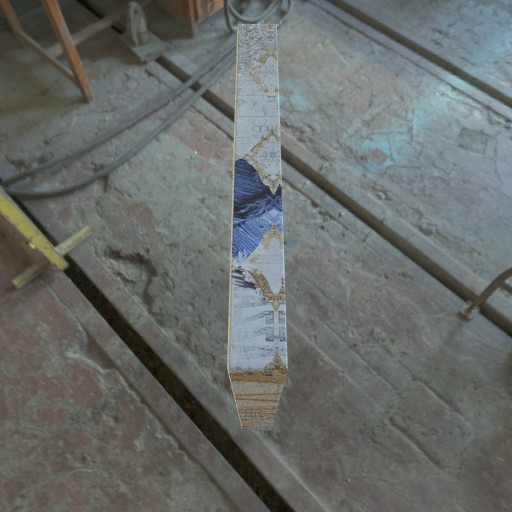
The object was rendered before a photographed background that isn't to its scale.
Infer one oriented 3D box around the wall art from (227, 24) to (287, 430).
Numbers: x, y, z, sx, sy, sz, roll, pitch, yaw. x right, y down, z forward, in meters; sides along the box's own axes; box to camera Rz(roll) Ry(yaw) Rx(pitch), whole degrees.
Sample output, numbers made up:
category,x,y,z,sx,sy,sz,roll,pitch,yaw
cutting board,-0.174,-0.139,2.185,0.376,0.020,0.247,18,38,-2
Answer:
category,x,y,z,sx,sy,sz,roll,pitch,yaw
wall art,0.000,0.000,0.454,0.036,0.304,0.303,0,63,0
